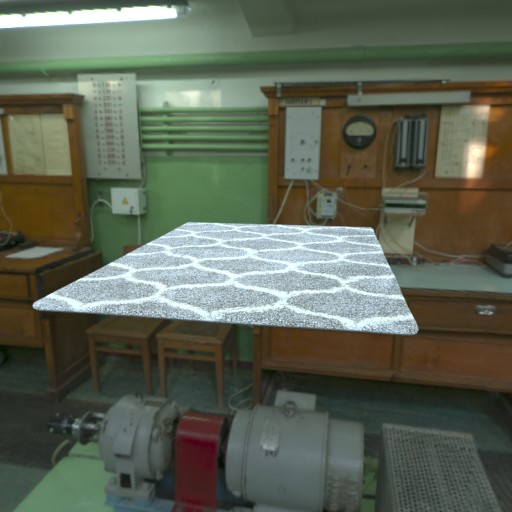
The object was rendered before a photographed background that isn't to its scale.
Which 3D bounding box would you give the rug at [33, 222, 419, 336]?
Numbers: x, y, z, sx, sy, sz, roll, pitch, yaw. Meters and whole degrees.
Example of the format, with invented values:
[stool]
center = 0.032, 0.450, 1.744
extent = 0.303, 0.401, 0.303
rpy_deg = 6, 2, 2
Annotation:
[rug]
center = 0.000, 0.000, 2.094
extent = 1.200, 0.025, 1.600
rpy_deg = 2, 14, 9
